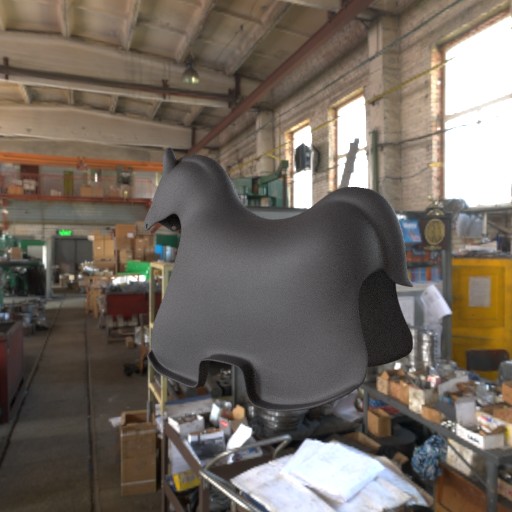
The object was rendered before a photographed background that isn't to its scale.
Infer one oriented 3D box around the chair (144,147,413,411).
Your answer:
[{"bbox_3d":[0.000,0.000,1.152,0.800,0.612,0.429,1,1,35],"label":"chair"}]
